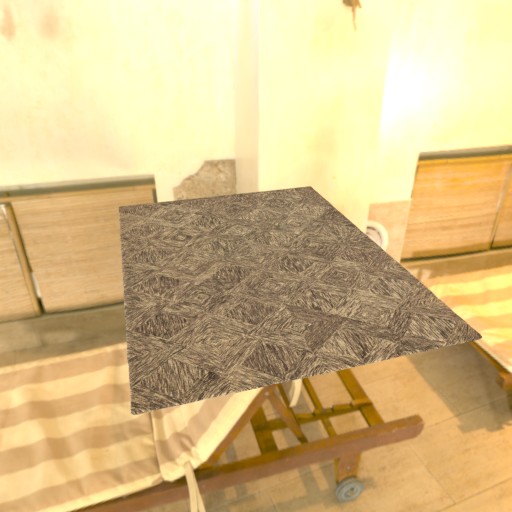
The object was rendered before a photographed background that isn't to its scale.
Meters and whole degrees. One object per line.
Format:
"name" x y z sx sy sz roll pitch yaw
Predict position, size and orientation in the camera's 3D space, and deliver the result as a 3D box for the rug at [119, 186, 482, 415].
"rug" 0.000 0.000 4.192 2.448 0.017 3.204 -8 30 -14
